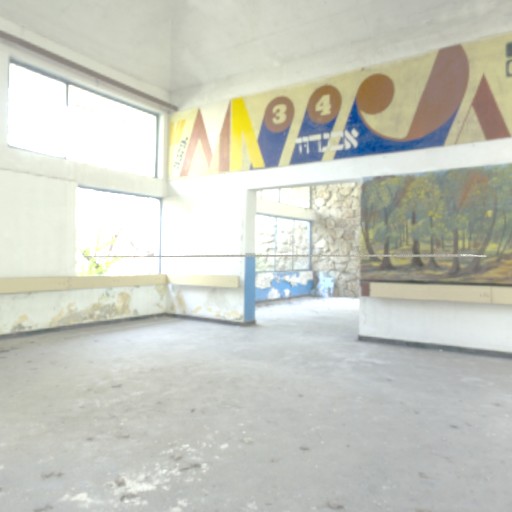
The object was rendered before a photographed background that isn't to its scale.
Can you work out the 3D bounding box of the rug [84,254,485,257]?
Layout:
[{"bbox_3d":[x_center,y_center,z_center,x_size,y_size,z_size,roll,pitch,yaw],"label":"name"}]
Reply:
[{"bbox_3d":[0.000,0.000,2.596,2.346,0.013,0.712,0,0,35],"label":"rug"}]
